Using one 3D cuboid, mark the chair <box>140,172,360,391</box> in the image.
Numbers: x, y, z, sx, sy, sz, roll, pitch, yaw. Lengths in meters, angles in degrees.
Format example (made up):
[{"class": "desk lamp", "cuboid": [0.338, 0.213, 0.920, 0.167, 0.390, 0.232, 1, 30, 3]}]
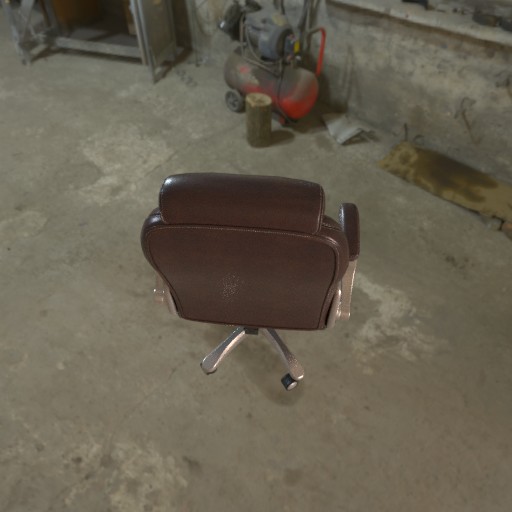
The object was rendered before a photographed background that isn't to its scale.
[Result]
[{"class": "chair", "cuboid": [0.000, 0.000, 1.666, 0.733, 1.160, 0.774, 4, 47, 4]}]
